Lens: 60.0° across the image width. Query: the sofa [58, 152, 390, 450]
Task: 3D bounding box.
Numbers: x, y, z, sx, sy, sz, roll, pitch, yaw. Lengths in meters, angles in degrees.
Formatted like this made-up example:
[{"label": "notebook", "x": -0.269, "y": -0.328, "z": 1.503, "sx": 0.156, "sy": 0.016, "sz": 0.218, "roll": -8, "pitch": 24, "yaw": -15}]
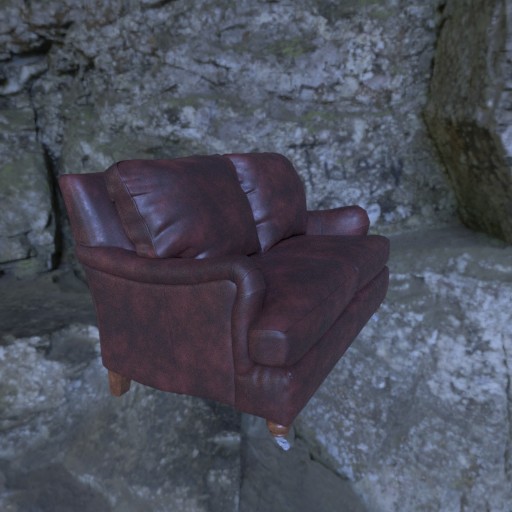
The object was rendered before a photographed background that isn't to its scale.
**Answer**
[{"label": "sofa", "x": 0.000, "y": 0.000, "z": 2.381, "sx": 1.148, "sy": 1.070, "sz": 1.628, "roll": 8, "pitch": 16, "yaw": 27}]
